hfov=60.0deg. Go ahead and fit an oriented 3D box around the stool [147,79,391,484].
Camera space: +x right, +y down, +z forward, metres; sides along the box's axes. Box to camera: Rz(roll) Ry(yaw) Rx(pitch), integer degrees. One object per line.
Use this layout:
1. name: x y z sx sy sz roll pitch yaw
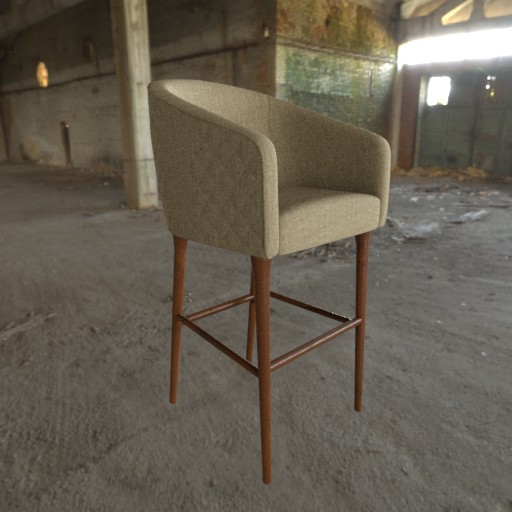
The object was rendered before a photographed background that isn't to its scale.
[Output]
1. stool: 0.000 0.000 1.393 0.607 1.078 0.559 14 21 42
